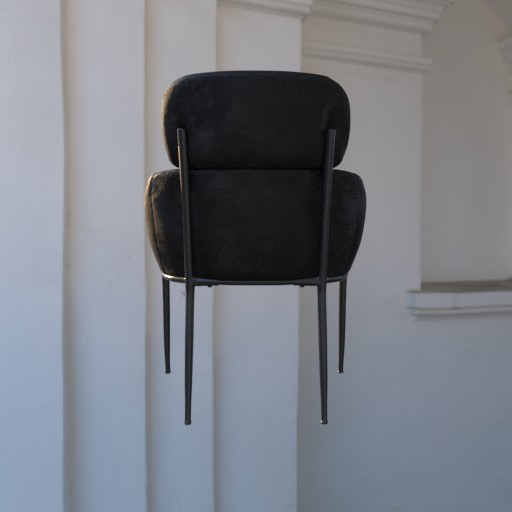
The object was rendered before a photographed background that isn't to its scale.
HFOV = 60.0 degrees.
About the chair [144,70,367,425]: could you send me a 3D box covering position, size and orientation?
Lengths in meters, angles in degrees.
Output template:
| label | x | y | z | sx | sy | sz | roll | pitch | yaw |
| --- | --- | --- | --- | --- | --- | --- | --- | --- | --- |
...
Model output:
| label | x | y | z | sx | sy | sz | roll | pitch | yaw |
| --- | --- | --- | --- | --- | --- | --- | --- | --- | --- |
| chair | 0.000 | 0.000 | 1.259 | 0.640 | 0.818 | 0.604 | 0 | 0 | -1 |
